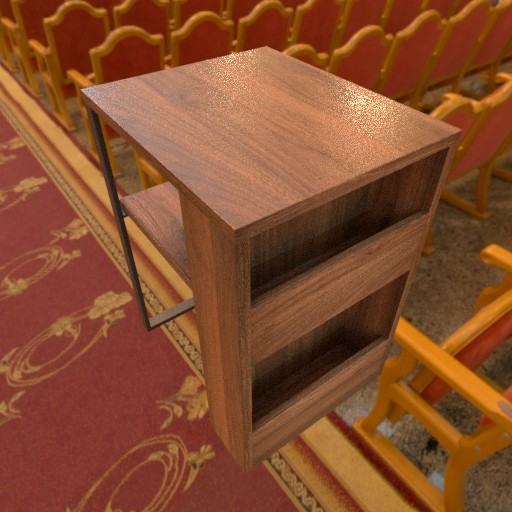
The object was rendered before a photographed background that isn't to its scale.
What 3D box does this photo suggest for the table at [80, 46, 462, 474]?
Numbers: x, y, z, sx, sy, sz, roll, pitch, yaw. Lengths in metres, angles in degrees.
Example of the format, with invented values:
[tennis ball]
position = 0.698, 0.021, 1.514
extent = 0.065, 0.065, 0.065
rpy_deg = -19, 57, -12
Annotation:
[table]
position = 0.000, 0.000, 1.507
extent = 0.660, 1.041, 0.786
rpy_deg = -26, 48, -26
